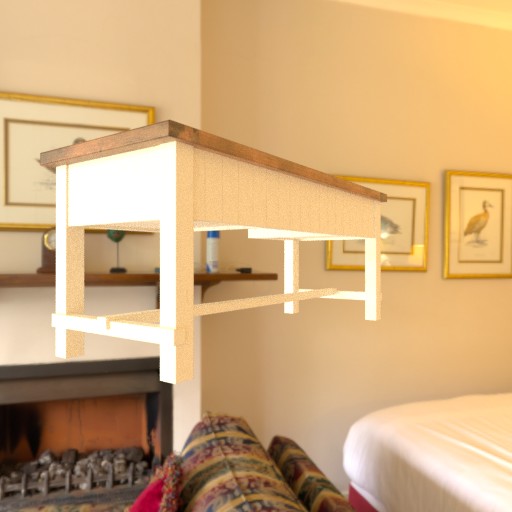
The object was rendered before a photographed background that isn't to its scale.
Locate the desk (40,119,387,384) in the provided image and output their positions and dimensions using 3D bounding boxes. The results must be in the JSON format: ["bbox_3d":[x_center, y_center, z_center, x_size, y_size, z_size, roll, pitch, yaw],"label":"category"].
[{"bbox_3d":[0.000,0.000,2.184,0.688,0.762,1.803,0,0,36],"label":"desk"}]
